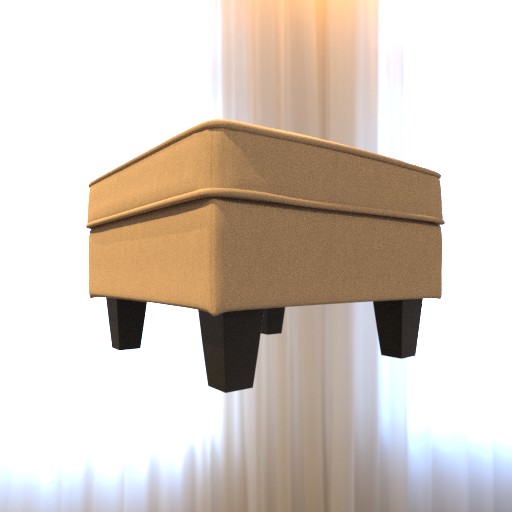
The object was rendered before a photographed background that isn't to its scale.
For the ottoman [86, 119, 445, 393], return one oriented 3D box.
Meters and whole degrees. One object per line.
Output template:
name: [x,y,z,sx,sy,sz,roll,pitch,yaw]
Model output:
ottoman: [0.000,0.000,1.021,0.616,0.438,0.613,2,-3,-37]
